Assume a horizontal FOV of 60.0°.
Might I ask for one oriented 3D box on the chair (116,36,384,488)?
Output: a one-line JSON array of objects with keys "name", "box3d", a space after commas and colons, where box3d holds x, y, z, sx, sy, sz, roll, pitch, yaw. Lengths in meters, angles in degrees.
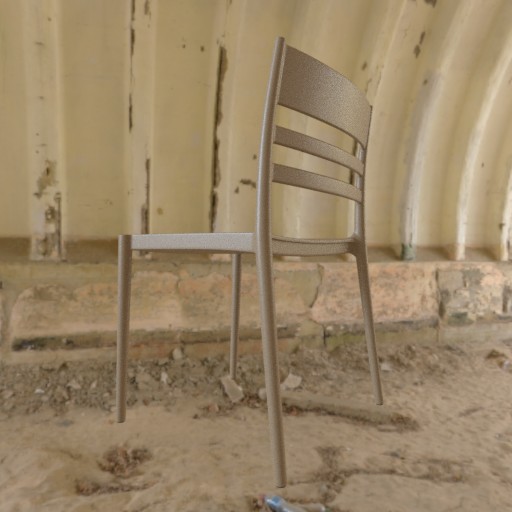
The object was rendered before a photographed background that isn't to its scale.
[{"name": "chair", "box3d": [0.000, 0.000, 1.114, 0.511, 0.800, 0.531, 0, 0, 35]}]
